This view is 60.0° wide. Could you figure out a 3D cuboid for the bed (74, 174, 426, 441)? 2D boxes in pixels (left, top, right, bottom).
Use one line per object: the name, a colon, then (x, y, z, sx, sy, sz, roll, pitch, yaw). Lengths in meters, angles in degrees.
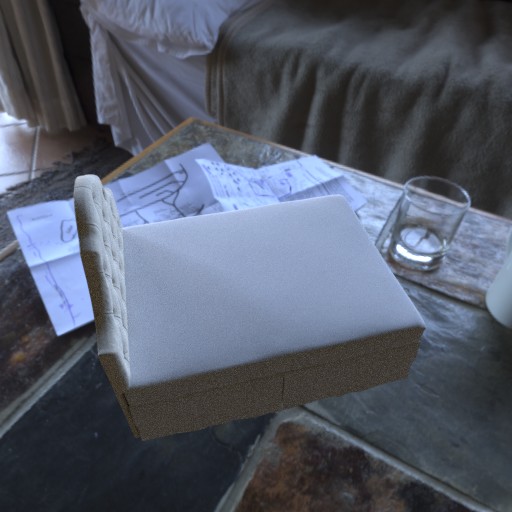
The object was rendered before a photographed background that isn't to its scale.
bed: (0.000, 0.000, 3.196, 2.092, 1.575, 1.627, -10, 46, -10)
